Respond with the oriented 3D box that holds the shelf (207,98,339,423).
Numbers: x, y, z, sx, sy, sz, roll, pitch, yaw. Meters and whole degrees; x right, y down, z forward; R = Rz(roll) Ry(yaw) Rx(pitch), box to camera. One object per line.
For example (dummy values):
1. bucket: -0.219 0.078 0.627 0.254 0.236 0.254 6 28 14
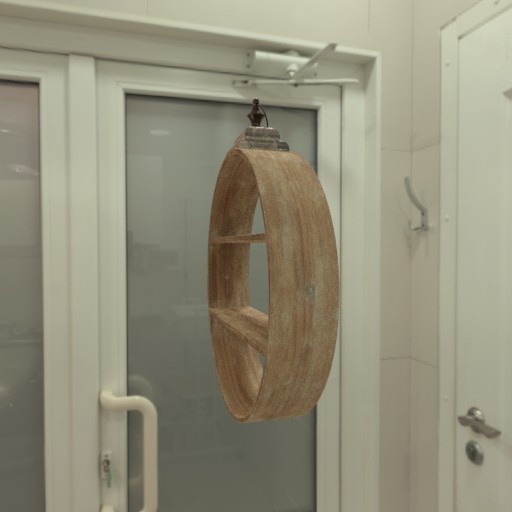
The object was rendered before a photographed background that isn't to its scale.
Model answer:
1. shelf: 0.000 0.000 1.029 0.125 0.725 0.601 0 1 -16
